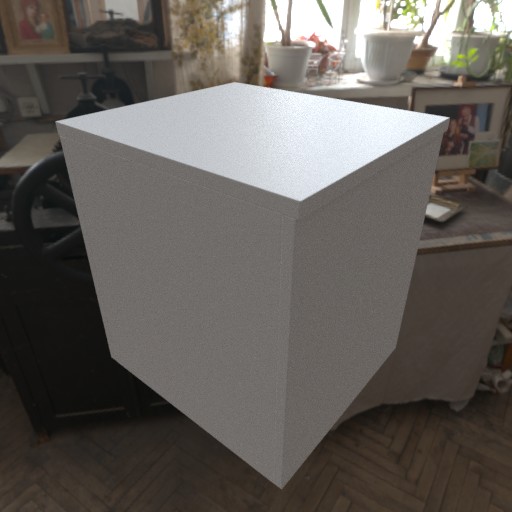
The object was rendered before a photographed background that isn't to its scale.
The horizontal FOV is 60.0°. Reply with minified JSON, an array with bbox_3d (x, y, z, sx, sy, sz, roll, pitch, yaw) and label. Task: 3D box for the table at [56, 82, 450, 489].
[{"bbox_3d":[0.000,0.000,0.755,0.420,0.460,0.380,24,39,33],"label":"table"}]
